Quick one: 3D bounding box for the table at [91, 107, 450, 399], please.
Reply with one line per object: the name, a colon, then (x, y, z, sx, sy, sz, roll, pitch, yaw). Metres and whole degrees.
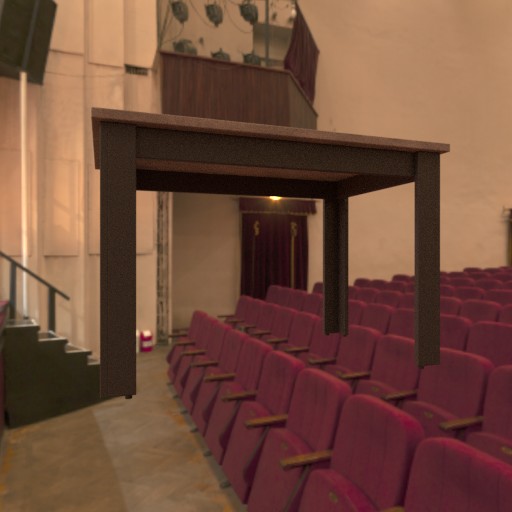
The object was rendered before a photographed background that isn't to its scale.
table: (0.000, 0.000, 1.598, 1.100, 0.734, 0.700, 0, 0, -19)
